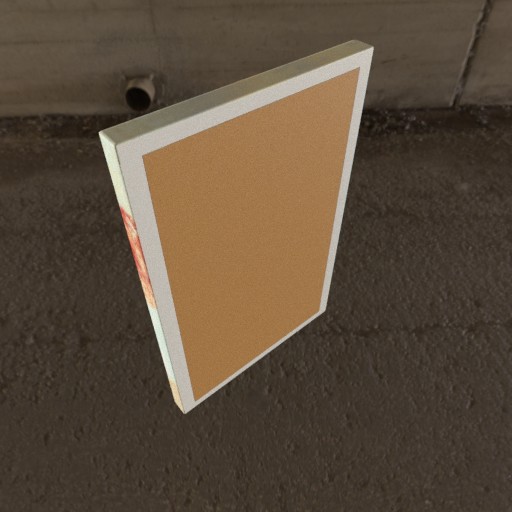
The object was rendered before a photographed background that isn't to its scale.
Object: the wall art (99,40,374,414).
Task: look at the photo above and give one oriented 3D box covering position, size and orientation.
[{"bbox_3d":[0.000,0.000,0.760,0.401,0.610,0.038,-31,53,-27],"label":"wall art"}]
